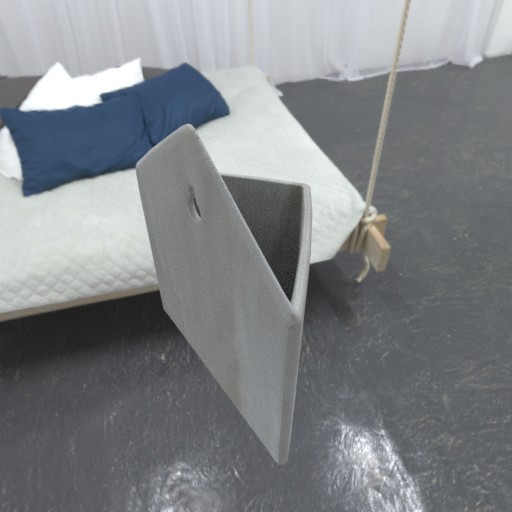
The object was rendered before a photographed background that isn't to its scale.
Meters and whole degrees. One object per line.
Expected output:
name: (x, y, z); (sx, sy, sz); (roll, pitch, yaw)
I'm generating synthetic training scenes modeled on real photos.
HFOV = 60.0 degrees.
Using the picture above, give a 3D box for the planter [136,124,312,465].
planter: (0.000, 0.000, 0.277); (0.080, 0.194, 0.163); (-25, 48, -26)
